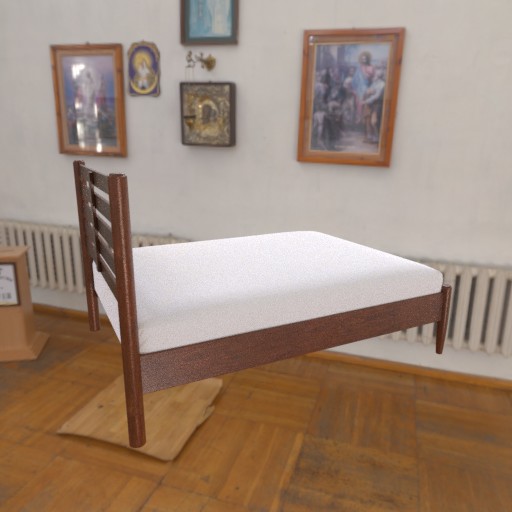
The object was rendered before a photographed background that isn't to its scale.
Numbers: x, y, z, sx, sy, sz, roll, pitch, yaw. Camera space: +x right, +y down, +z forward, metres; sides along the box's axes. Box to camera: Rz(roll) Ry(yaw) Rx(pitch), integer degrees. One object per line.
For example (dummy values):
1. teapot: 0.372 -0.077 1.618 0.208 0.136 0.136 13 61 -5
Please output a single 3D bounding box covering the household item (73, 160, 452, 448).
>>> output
1. household item: 0.000 0.000 3.243 2.232 1.356 1.663 -7 16 -26
